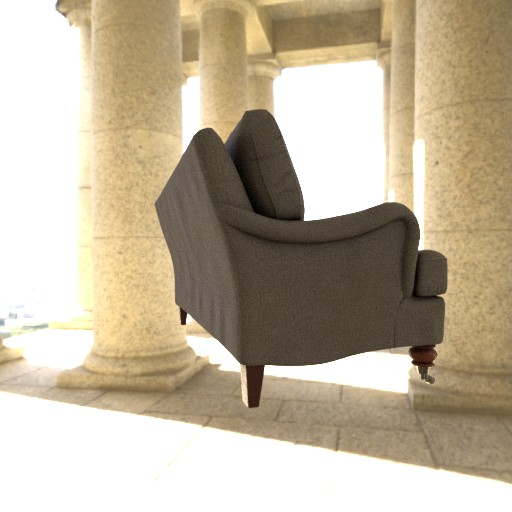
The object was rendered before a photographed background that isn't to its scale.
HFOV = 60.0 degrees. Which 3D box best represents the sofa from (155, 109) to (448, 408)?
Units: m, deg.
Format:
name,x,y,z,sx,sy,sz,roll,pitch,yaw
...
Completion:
name,x,y,z,sx,sy,sz,roll,pitch,yaw
sofa,0.000,0.000,2.680,1.069,1.096,2.193,0,0,-16
